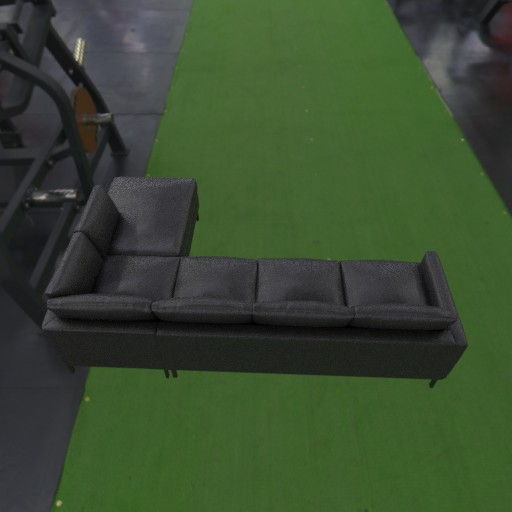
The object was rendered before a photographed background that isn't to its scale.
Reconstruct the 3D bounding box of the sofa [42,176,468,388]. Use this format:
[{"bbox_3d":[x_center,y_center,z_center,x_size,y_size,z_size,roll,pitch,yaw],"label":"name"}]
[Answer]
[{"bbox_3d":[0.000,0.000,3.844,2.984,0.877,1.938,2,47,2],"label":"sofa"}]
